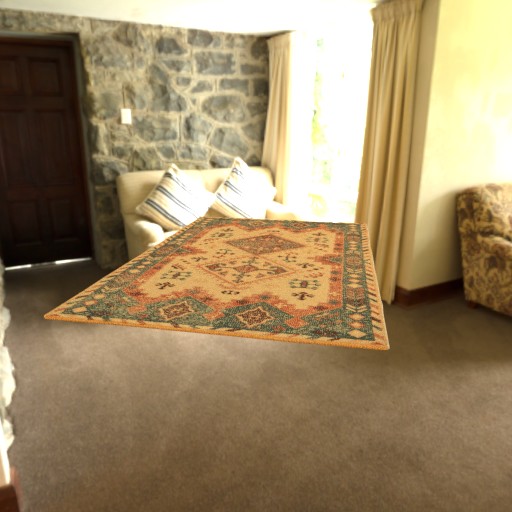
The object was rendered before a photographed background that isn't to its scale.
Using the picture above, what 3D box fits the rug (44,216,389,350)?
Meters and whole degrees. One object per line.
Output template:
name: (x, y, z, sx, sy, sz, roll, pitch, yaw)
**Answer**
rug: (0.000, 0.000, 2.360, 1.225, 0.015, 1.840, 3, 17, 11)
